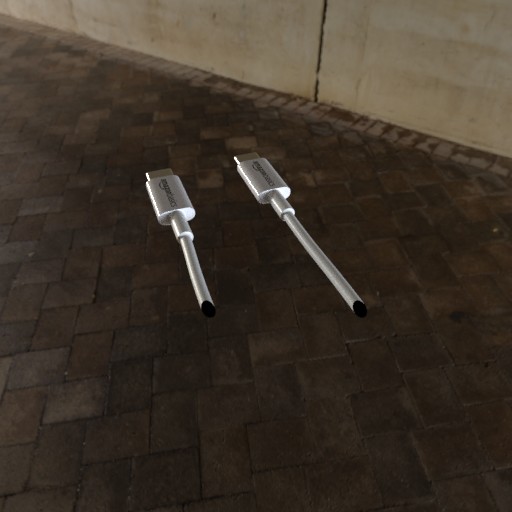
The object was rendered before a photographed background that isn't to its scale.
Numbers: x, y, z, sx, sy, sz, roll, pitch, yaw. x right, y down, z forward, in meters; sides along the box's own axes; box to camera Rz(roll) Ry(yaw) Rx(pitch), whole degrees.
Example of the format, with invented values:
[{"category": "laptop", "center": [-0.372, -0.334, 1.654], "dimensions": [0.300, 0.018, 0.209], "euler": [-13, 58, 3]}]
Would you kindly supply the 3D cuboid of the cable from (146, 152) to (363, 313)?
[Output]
[{"category": "cable", "center": [0.000, 0.000, 0.113], "dimensions": [0.041, 0.005, 0.098], "euler": [-14, 44, -15]}]
